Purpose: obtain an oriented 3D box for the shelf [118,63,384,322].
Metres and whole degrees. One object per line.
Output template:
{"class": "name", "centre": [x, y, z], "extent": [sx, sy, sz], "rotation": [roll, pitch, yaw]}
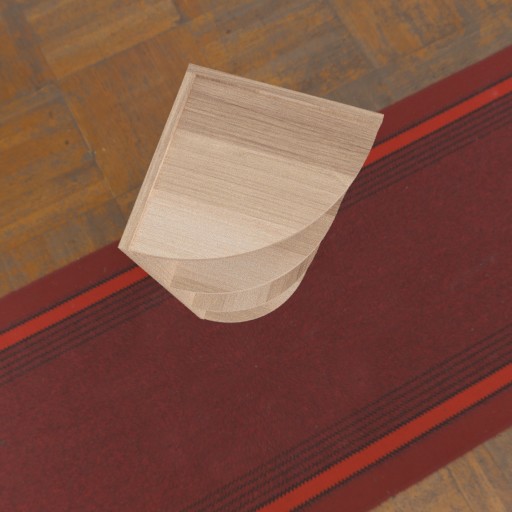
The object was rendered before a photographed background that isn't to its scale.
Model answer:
{"class": "shelf", "centre": [0.000, 0.000, 1.024], "extent": [0.290, 0.872, 0.290], "rotation": [16, 77, 4]}
